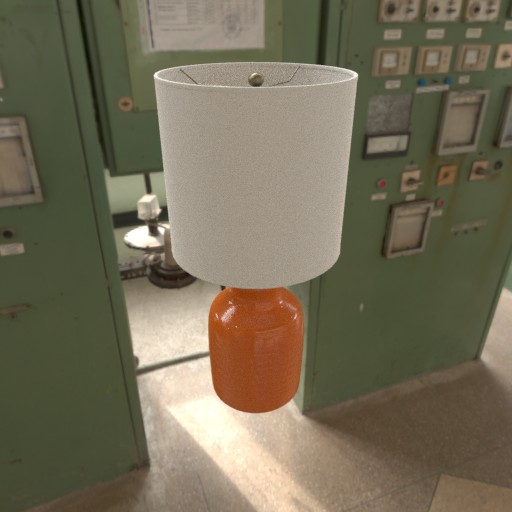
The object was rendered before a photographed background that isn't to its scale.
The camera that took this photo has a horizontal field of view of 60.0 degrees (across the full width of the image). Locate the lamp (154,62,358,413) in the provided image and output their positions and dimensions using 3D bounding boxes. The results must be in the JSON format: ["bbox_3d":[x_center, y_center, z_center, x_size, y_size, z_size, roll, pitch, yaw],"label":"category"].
[{"bbox_3d":[0.000,0.000,1.132,0.418,0.871,0.418,-10,30,-18],"label":"lamp"}]
